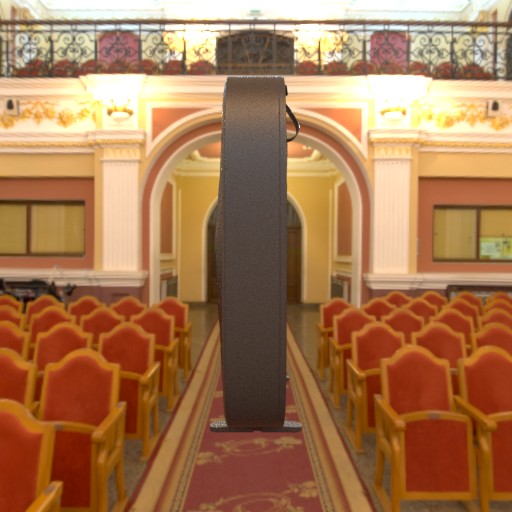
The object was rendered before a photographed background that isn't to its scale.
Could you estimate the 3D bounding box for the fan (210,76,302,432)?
[{"bbox_3d":[0.000,0.000,0.810,0.142,0.533,0.526,0,0,0],"label":"fan"}]
